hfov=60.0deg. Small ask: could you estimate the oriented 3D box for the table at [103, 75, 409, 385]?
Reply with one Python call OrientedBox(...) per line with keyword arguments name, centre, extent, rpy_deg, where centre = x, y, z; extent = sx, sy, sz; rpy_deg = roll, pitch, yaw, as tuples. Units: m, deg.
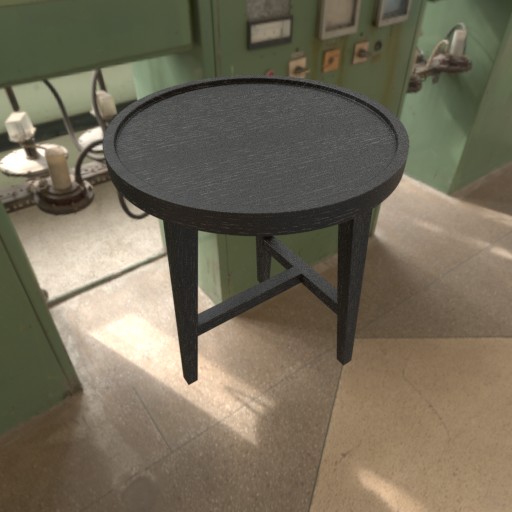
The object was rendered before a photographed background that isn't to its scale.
OrientedBox(name="table", centre=(0.000, 0.000, 0.746), extent=(0.399, 0.460, 0.399), rpy_deg=(0, 41, 0))
